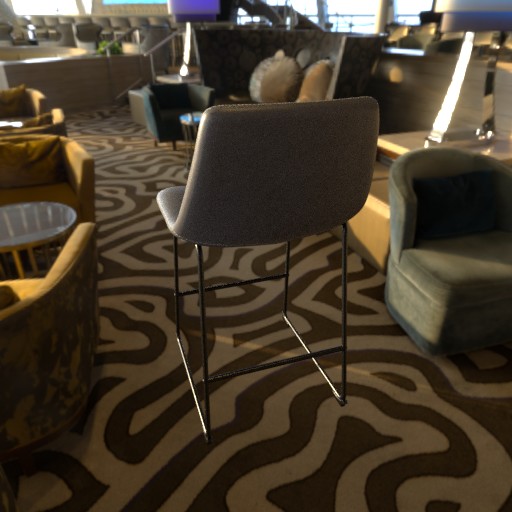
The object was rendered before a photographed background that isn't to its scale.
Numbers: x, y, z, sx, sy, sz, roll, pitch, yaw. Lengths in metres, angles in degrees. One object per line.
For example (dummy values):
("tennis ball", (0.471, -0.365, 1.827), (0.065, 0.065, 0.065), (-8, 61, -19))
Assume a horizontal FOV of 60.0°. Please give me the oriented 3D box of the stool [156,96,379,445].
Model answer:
("stool", (0.000, 0.000, 1.199), (0.470, 0.876, 0.546), (-9, 30, -17))
